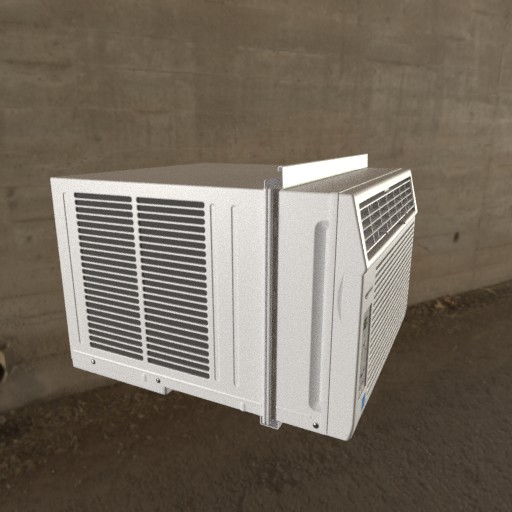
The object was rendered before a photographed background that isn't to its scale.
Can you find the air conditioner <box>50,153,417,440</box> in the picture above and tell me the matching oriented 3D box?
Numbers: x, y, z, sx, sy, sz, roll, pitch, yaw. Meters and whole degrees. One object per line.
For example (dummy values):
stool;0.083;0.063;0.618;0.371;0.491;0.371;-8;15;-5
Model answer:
air conditioner;0.000;0.000;0.886;0.546;0.388;0.503;7;17;25
